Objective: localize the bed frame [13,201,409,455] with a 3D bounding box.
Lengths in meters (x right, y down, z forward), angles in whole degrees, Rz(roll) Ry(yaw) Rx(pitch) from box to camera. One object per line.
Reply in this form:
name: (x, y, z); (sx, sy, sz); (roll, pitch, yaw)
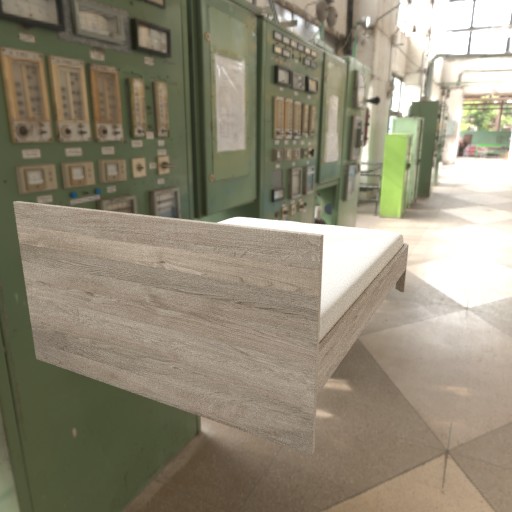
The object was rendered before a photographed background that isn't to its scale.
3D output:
bed frame: (0.000, 0.000, 2.636); (1.490, 0.800, 1.950); (8, 17, 27)
